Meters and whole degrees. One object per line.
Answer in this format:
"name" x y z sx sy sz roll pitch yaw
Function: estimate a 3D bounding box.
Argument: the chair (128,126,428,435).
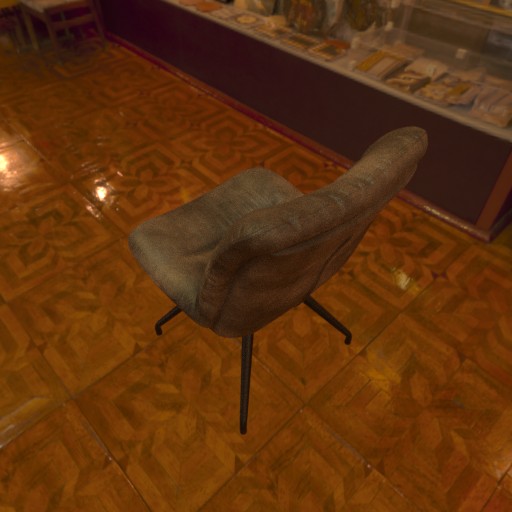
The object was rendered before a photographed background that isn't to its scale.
"chair" 0.000 0.000 1.248 0.549 0.870 0.622 -32 54 -27
